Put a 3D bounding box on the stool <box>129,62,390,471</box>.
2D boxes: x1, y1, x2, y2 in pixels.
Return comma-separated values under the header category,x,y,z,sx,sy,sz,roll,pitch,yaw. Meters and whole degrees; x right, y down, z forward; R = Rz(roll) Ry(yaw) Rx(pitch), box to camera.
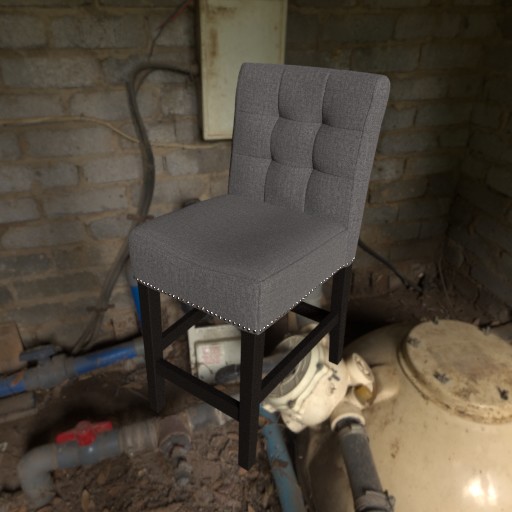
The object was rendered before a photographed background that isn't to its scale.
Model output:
category,x,y,z,sx,sy,sz,roll,pitch,yaw
stool,0.000,0.000,1.187,0.427,0.885,0.571,19,36,29
